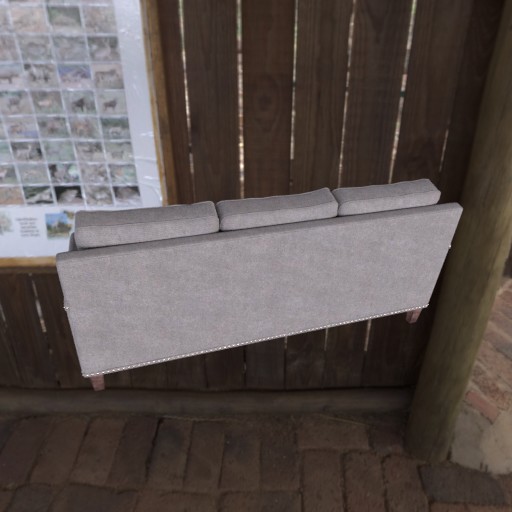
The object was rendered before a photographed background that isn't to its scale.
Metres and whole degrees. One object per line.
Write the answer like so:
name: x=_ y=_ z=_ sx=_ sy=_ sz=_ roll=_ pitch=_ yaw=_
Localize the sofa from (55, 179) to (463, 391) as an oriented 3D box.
sofa: x=0.000 y=0.000 z=2.851 sx=2.226 sy=1.042 sz=1.034 roll=-8 pitch=27 yaw=-17
